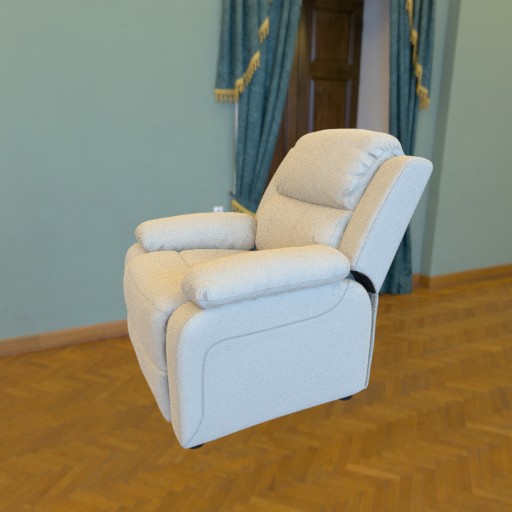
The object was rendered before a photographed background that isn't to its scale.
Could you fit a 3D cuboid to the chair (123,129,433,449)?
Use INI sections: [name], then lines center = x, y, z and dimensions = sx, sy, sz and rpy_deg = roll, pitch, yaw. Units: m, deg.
[chair]
center = 0.000, 0.000, 1.270
dimensions = 0.709, 0.702, 0.680
rpy_deg = -7, 17, -24
